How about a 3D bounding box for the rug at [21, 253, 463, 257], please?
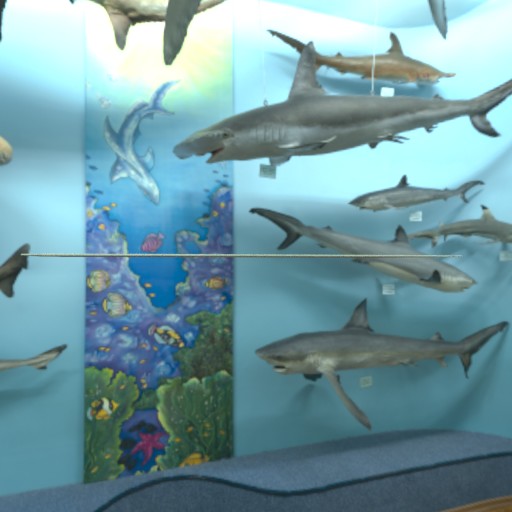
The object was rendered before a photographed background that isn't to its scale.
[{"bbox_3d":[0.000,0.000,2.704,2.449,0.011,0.774,0,-1,-18],"label":"rug"}]
